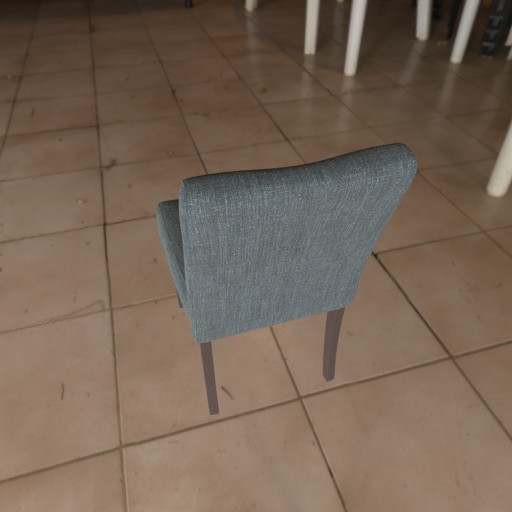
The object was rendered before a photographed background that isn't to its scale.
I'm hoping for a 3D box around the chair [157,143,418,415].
[{"bbox_3d":[0.000,0.000,1.255,0.487,0.884,0.629,-12,43,-13],"label":"chair"}]
